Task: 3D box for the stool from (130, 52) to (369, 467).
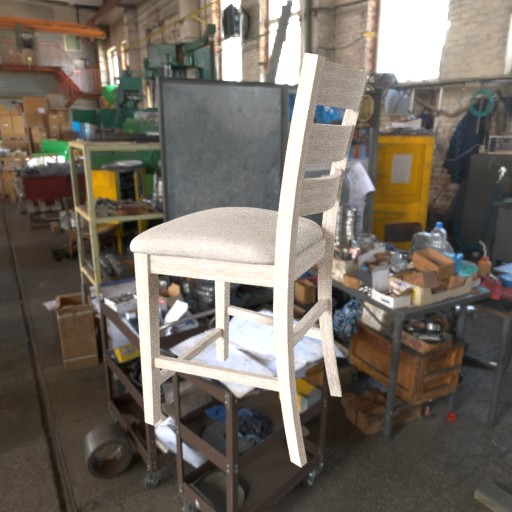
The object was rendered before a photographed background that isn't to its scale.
[{"bbox_3d":[0.000,0.000,1.321,0.569,1.032,0.484,8,18,25],"label":"stool"}]
